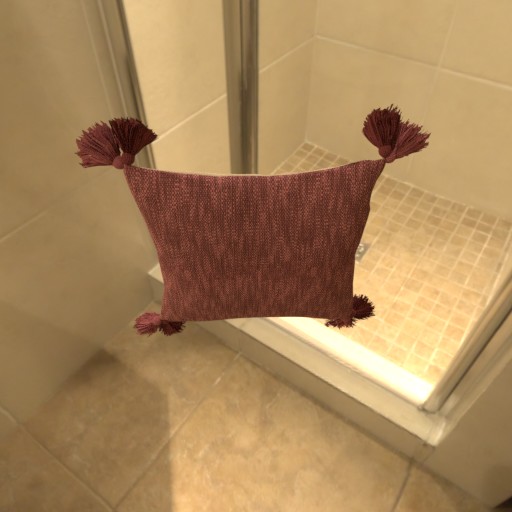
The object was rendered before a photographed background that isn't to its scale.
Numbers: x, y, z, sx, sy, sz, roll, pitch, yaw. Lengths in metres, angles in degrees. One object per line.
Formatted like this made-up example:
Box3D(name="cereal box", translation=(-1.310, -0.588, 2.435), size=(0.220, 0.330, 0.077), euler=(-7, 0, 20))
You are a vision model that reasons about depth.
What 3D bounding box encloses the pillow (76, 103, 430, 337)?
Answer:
Box3D(name="pillow", translation=(0.000, 0.000, 0.963), size=(0.641, 0.659, 0.138), euler=(-2, 47, -2))
